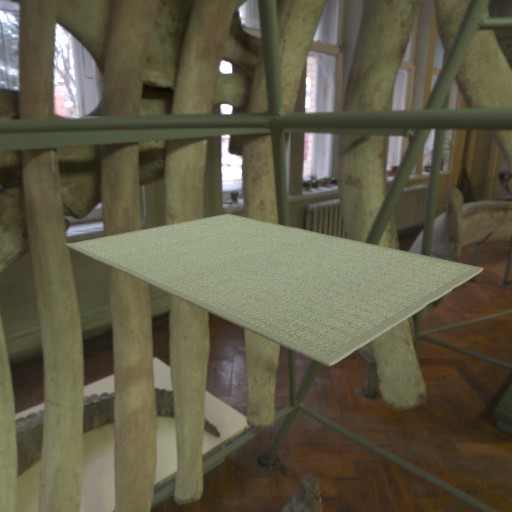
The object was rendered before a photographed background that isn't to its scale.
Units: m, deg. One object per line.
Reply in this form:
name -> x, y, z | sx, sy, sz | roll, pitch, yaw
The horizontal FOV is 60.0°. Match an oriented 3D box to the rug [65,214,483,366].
rug -> 0.000, 0.000, 2.878 | 1.540, 0.021, 2.290 | -16, 23, -42
